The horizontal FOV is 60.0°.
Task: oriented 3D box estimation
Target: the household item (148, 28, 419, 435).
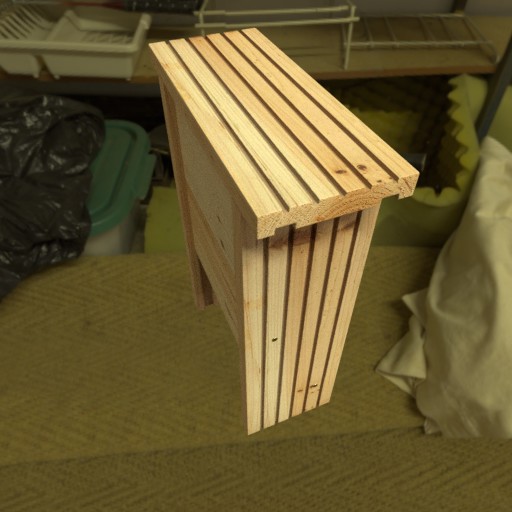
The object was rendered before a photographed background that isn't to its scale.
[{"bbox_3d":[0.000,0.000,0.534,0.123,0.407,0.301,-17,48,-15],"label":"household item"}]
